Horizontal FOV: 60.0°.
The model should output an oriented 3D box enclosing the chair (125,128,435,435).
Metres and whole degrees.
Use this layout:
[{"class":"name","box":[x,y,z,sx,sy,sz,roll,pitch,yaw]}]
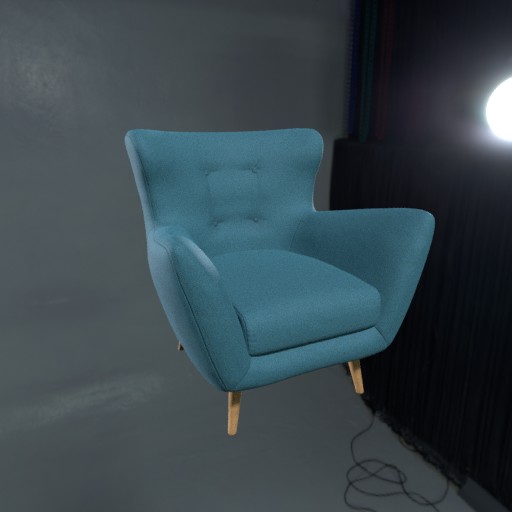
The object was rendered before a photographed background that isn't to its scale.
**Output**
[{"class":"chair","box":[0.000,0.000,1.622,0.890,0.889,0.889,-8,18,-25]}]
